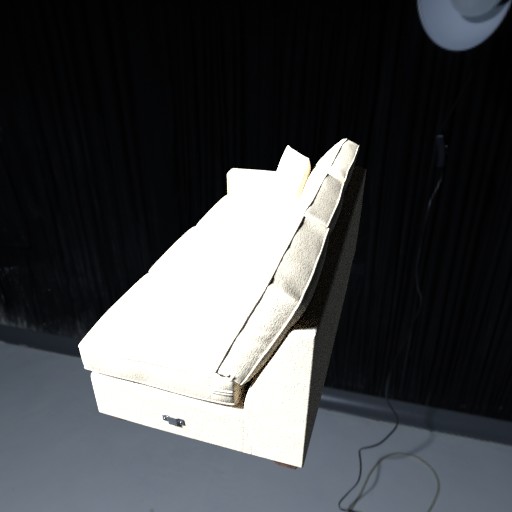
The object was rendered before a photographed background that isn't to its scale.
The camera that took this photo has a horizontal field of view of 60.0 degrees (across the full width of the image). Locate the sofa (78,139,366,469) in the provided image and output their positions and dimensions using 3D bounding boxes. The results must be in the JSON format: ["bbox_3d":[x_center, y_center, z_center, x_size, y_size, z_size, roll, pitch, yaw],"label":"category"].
[{"bbox_3d":[0.000,0.000,2.558,1.034,0.946,1.962,9,31,15],"label":"sofa"}]
